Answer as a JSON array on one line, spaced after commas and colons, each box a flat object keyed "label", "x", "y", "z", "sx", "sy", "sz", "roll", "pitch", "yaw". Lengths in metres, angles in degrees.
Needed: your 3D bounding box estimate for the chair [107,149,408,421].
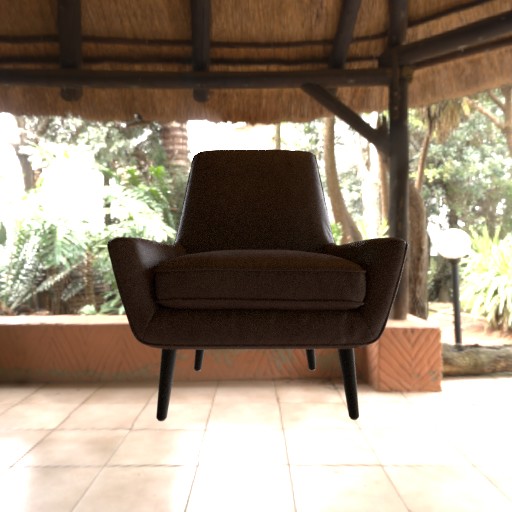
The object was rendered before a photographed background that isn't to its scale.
[{"label": "chair", "x": 0.000, "y": 0.000, "z": 1.536, "sx": 0.787, "sy": 0.888, "sz": 0.824, "roll": 0, "pitch": 0, "yaw": -1}]
